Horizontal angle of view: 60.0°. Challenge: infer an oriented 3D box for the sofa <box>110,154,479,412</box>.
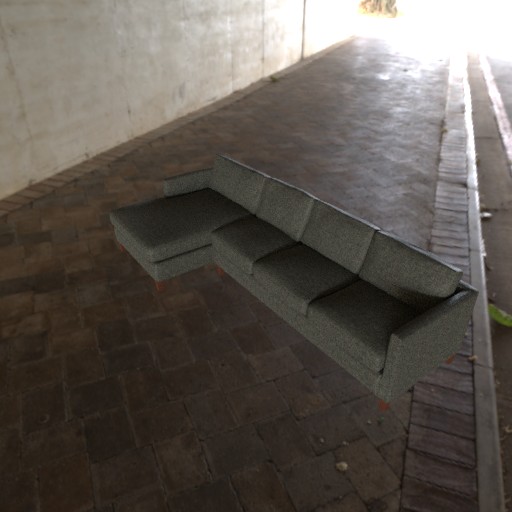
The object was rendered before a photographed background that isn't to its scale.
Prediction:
[{"bbox_3d":[0.000,0.000,4.207,1.635,0.960,3.485,-21,37,-30],"label":"sofa"}]
